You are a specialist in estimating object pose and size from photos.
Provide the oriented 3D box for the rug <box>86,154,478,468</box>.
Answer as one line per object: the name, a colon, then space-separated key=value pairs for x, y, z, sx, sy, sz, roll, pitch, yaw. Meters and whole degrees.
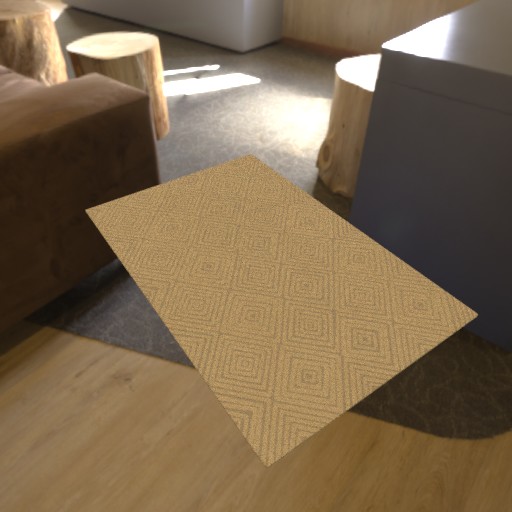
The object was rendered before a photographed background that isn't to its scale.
rug: x=0.000 y=0.000 z=2.227 sx=1.143 sy=0.008 sz=1.753 roll=-25 pitch=47 yaw=-25
